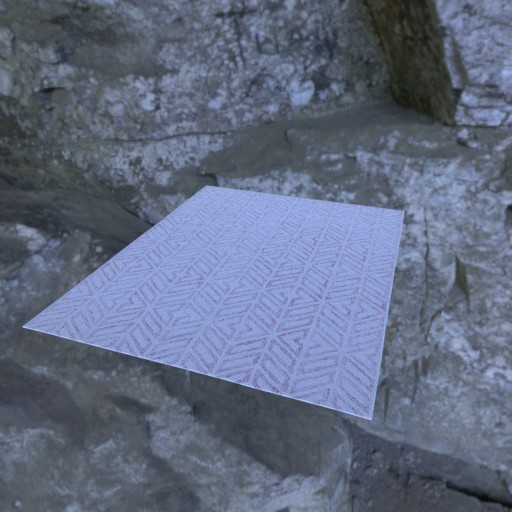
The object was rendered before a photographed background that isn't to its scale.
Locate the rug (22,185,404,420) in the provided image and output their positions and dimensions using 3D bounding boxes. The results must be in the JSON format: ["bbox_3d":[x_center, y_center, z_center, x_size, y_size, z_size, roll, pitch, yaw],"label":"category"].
[{"bbox_3d":[0.000,0.000,4.025,2.421,0.008,3.045,10,31,17],"label":"rug"}]
